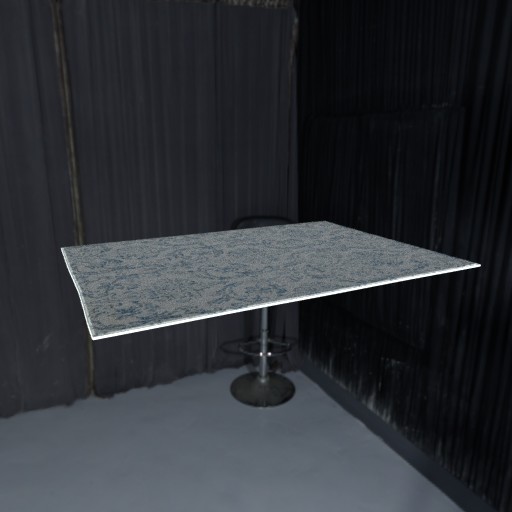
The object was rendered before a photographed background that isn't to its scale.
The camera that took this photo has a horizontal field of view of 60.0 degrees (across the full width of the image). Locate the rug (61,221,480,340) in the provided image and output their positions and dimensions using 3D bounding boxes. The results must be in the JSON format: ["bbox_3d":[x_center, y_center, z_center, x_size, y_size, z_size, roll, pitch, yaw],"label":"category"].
[{"bbox_3d":[0.000,0.000,2.842,2.197,0.014,1.586,-8,17,-26],"label":"rug"}]
